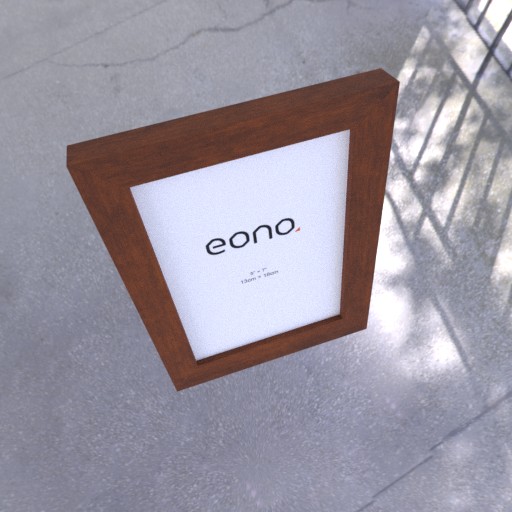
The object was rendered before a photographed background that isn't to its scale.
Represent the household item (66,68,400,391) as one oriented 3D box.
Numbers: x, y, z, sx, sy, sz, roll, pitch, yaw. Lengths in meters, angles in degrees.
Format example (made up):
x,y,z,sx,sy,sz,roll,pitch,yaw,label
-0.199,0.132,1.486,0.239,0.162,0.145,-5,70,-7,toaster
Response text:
x,y,z,sx,sy,sz,roll,pitch,yaw,label
0.000,0.000,0.287,0.160,0.204,0.096,-17,66,-8,household item
